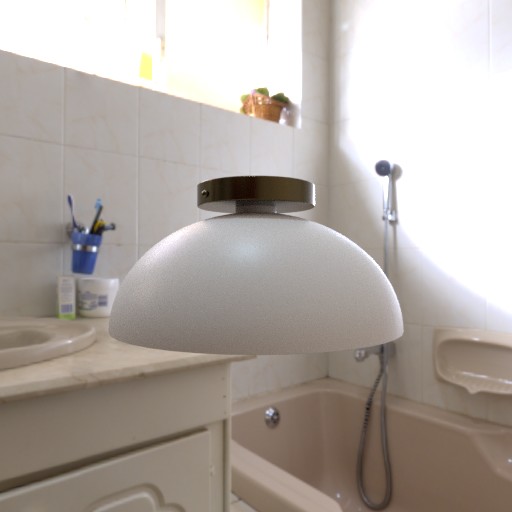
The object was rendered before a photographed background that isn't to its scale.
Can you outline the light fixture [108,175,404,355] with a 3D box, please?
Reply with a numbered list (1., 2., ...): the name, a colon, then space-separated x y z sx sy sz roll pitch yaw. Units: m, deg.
1. light fixture: 0.000 0.000 0.563 0.355 0.177 0.355 0 -1 0
